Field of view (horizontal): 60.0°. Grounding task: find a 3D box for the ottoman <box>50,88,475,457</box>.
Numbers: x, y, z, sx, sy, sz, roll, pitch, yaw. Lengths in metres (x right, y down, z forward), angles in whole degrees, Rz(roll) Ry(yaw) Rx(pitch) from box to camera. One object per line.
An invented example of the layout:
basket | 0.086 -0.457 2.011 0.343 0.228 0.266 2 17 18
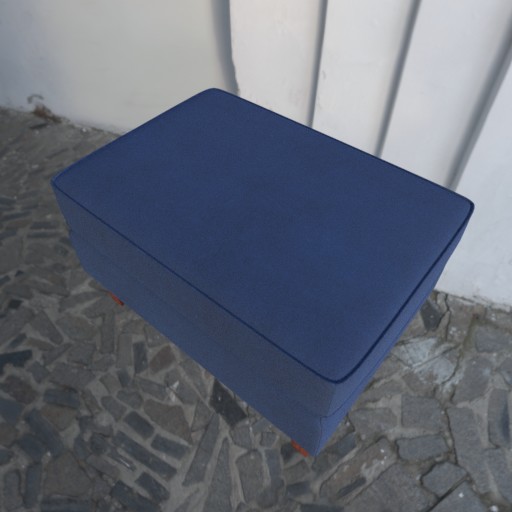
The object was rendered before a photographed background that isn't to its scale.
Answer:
ottoman | 0.000 0.000 1.365 0.965 0.584 0.686 32 56 25
